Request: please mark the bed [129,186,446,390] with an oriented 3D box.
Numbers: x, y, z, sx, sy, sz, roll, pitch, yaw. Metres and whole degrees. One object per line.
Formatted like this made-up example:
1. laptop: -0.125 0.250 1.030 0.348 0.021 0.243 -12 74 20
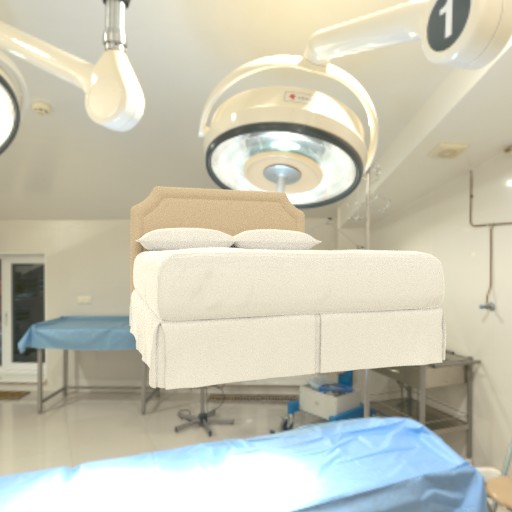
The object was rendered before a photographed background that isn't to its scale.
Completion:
1. bed: 0.000 0.000 4.015 2.134 1.524 2.548 0 1 -19
